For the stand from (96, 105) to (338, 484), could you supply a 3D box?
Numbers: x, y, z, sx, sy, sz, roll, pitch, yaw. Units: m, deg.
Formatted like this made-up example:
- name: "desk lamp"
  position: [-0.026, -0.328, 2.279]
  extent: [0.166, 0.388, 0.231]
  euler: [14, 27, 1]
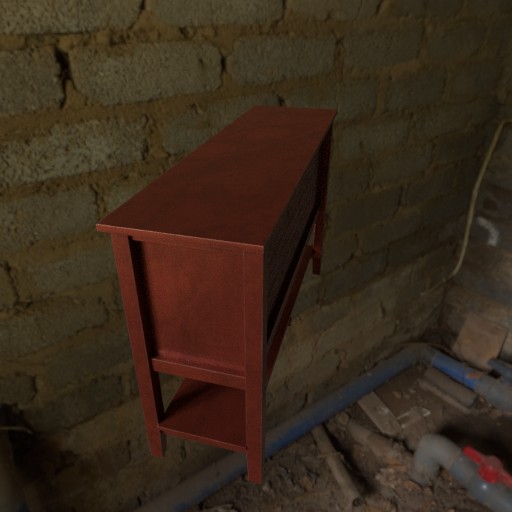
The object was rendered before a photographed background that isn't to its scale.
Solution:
- name: "stand"
  position: [0.000, 0.000, 1.756]
  extent: [0.410, 0.872, 1.362]
  euler: [8, 31, 13]
